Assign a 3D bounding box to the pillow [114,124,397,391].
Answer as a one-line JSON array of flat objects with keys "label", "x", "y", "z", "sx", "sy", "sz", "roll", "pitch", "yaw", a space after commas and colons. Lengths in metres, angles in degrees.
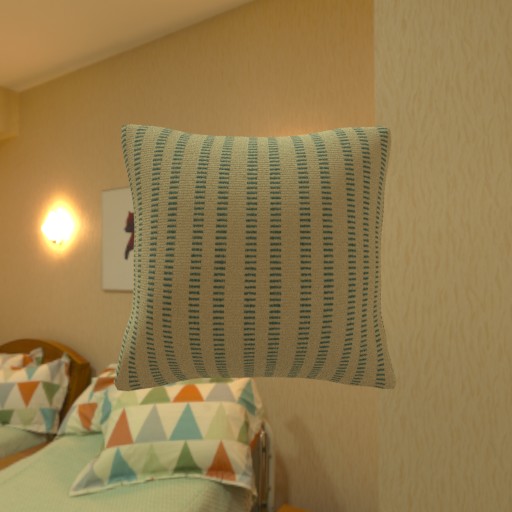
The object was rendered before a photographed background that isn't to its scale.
[{"label": "pillow", "x": 0.000, "y": 0.000, "z": 0.701, "sx": 0.438, "sy": 0.419, "sz": 0.247, "roll": 0, "pitch": -2, "yaw": -1}]
